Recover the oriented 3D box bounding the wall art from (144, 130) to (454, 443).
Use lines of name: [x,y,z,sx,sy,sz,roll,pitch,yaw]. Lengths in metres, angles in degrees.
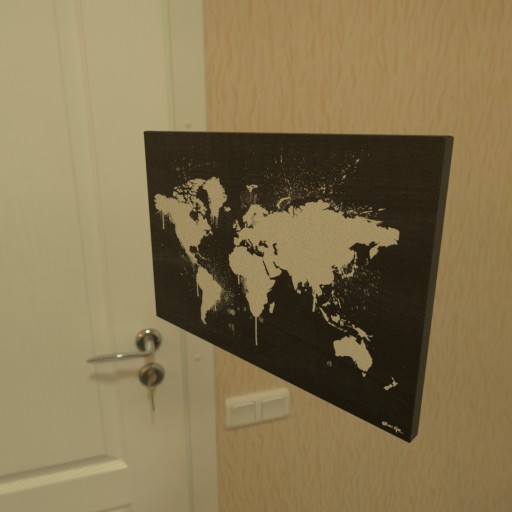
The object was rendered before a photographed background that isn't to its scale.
wall art: [0.000,0.000,1.138,0.912,0.612,0.038,15,22,42]
